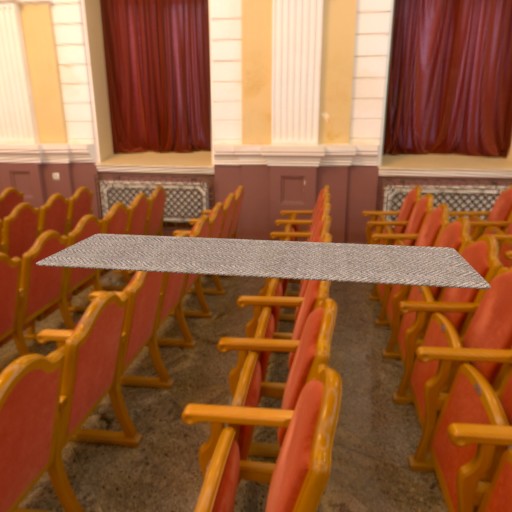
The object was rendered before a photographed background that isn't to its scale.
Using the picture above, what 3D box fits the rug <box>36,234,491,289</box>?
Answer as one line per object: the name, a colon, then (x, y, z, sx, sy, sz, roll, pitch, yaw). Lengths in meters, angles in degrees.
rug: (0.000, 0.000, 2.507, 2.286, 0.008, 0.686, 3, 17, 9)
